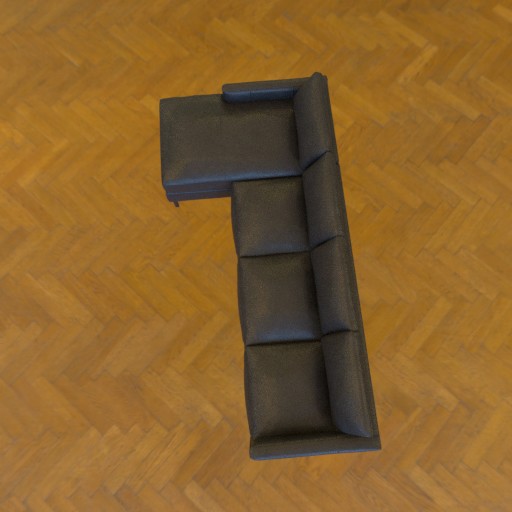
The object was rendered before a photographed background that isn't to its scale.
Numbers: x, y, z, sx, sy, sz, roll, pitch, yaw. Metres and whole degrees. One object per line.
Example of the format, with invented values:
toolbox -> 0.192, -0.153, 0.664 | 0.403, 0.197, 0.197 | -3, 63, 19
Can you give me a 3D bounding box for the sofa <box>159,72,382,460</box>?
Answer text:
sofa -> 0.000, 0.000, 3.585 | 1.471, 0.859, 2.993 | -5, 75, -1
